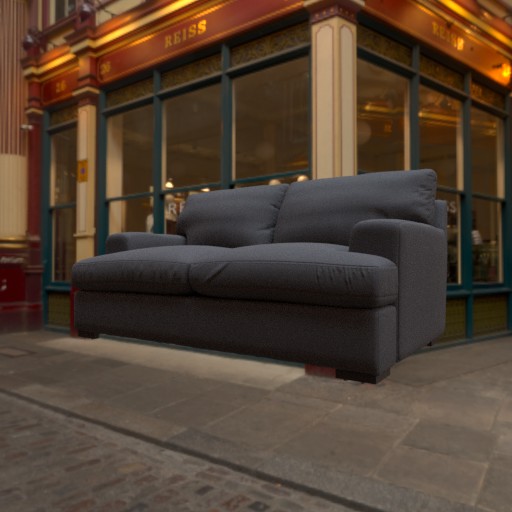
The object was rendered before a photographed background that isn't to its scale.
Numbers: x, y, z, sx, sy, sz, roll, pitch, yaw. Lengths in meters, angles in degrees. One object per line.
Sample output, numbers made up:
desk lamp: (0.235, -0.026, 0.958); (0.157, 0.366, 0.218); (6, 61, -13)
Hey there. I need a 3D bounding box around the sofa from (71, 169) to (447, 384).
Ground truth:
sofa: (0.000, 0.000, 2.499); (1.880, 0.940, 1.143); (0, -1, 34)
